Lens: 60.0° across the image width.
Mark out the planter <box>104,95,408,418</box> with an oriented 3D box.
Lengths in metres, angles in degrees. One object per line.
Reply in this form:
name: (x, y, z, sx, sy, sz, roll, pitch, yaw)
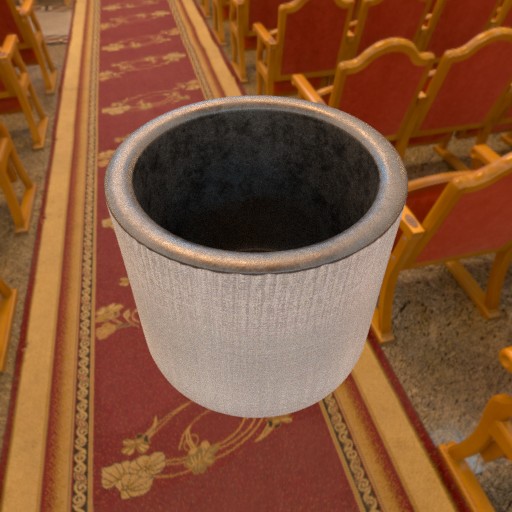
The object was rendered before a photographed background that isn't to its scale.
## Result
planter: (0.000, 0.000, 0.223, 0.125, 0.112, 0.125, 0, 46, 0)
